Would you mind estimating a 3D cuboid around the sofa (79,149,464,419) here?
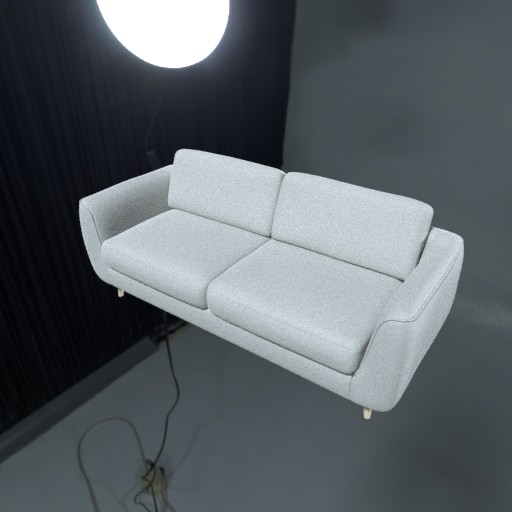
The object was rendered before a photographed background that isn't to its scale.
[{"bbox_3d":[0.000,0.000,2.462,2.000,0.850,0.920,19,35,30],"label":"sofa"}]
